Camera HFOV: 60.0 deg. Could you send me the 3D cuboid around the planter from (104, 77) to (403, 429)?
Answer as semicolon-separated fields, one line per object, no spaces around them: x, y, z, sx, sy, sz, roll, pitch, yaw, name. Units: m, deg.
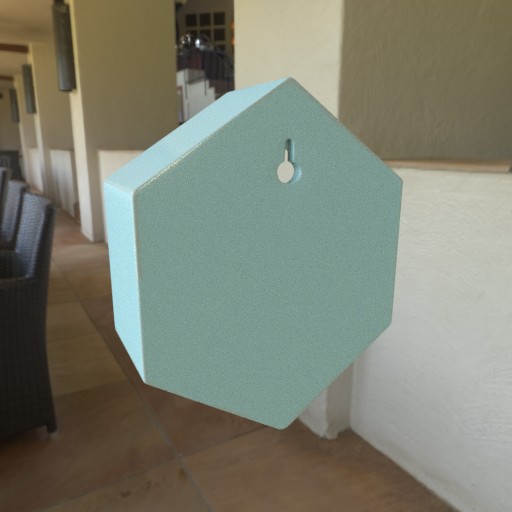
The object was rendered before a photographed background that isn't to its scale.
0.000;0.000;0.285;0.169;0.207;0.078;-7;15;-27;planter
